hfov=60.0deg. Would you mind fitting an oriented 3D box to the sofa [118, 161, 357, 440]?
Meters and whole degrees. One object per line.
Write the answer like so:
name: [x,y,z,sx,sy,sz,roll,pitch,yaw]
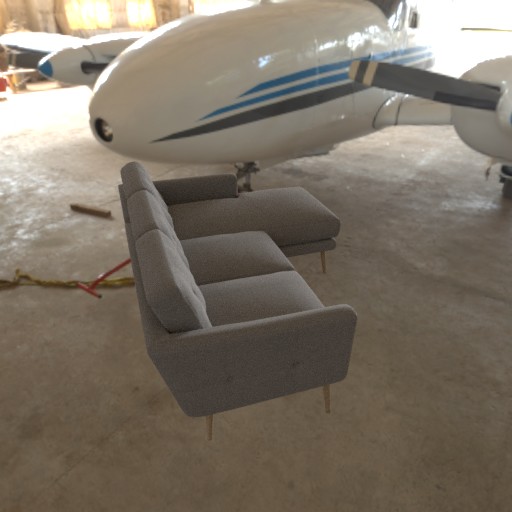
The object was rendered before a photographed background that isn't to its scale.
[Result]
sofa: [0.000,0.000,2.824,1.530,0.860,2.040,-9,30,-16]
